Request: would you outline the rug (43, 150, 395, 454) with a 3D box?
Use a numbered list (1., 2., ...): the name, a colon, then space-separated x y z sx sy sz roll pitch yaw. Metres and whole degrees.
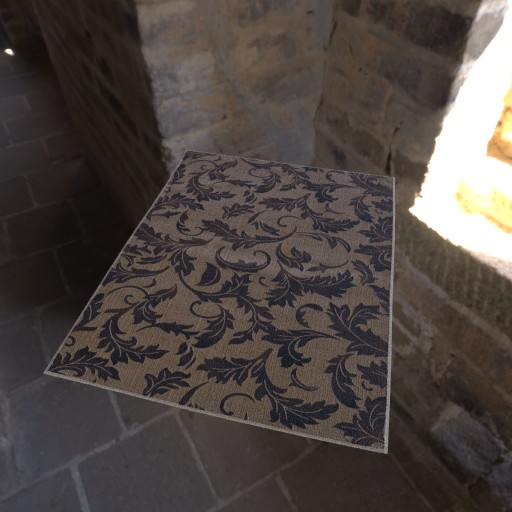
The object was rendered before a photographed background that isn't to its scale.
1. rug: 0.000 0.000 3.925 2.380 0.008 2.977 10 46 9
